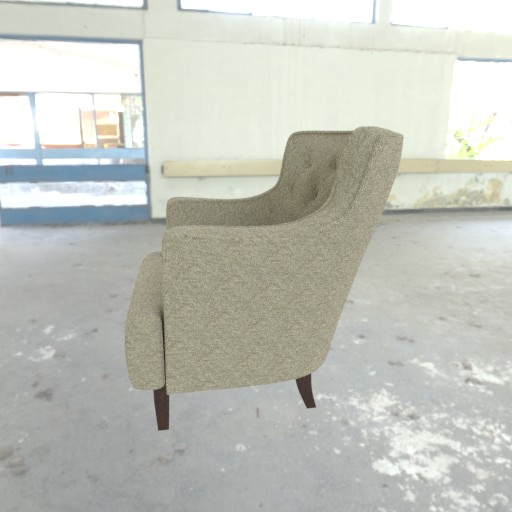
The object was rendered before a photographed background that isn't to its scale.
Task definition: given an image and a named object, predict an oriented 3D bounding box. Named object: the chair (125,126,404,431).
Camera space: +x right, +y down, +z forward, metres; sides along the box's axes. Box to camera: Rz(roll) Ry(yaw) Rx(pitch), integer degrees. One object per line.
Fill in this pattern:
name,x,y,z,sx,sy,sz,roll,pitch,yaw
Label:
chair,0.000,0.000,1.682,0.910,0.920,0.820,-3,15,-10
